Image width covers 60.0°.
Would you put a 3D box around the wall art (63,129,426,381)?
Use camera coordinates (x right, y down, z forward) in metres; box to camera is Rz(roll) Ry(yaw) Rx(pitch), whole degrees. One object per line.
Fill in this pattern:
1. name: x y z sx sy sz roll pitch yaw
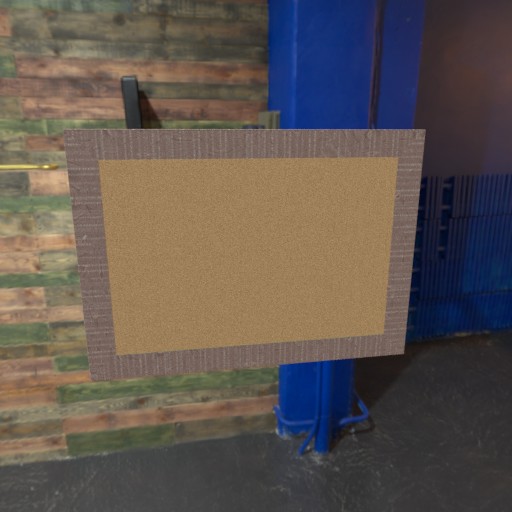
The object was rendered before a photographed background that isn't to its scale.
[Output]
1. wall art: 0.000 0.000 1.386 1.056 0.761 0.020 -3 16 -9
